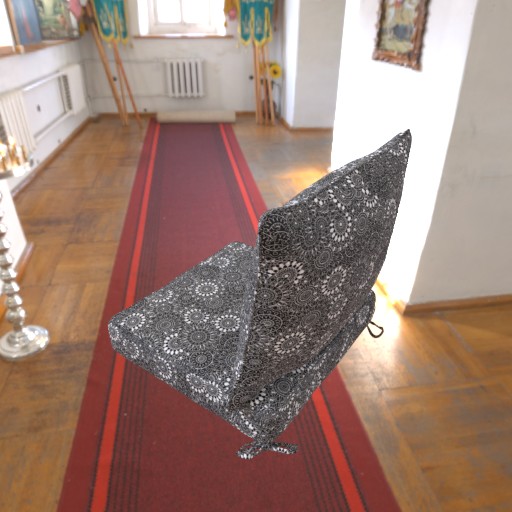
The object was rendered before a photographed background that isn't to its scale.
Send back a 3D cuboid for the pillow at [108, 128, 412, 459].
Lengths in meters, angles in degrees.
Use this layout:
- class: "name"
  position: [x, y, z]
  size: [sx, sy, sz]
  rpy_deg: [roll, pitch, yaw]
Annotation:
- class: "pillow"
  position: [0.000, 0.000, 1.372]
  size: [0.740, 0.722, 0.798]
  rpy_deg: [20, 36, 30]
